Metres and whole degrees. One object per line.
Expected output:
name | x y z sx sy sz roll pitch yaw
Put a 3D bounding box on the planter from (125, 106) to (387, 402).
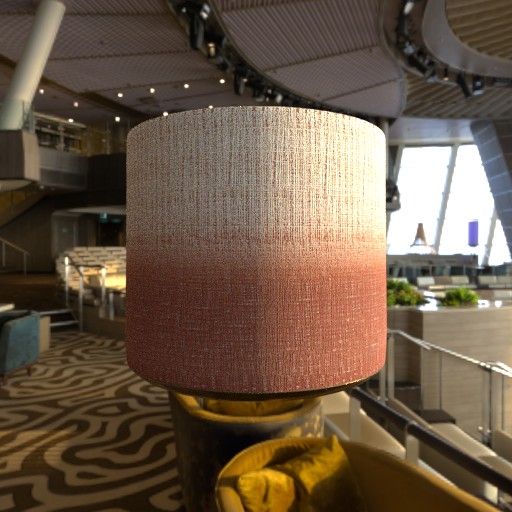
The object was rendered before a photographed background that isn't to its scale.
planter | 0.000 0.000 0.313 0.178 0.157 0.178 0 1 0
